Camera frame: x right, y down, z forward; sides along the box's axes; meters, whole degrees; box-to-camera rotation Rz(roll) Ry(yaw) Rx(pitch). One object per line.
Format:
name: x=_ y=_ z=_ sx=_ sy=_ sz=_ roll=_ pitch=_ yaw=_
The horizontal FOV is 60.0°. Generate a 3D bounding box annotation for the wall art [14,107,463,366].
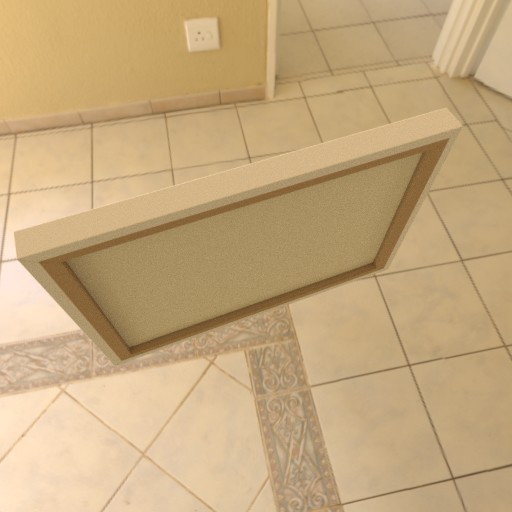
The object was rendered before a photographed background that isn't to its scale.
wall art: x=0.000 y=0.000 z=0.756 sx=0.608 sy=0.414 sz=0.042 roll=-18 pitch=61 yaw=-11
